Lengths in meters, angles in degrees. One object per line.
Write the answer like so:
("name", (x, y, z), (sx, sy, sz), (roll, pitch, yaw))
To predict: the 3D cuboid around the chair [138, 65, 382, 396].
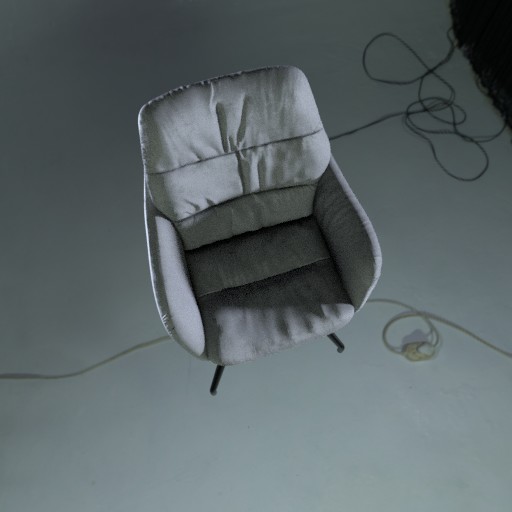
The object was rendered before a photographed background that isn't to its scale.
("chair", (0.000, 0.000, 1.286), (0.579, 0.888, 0.569), (-17, 66, -8))
